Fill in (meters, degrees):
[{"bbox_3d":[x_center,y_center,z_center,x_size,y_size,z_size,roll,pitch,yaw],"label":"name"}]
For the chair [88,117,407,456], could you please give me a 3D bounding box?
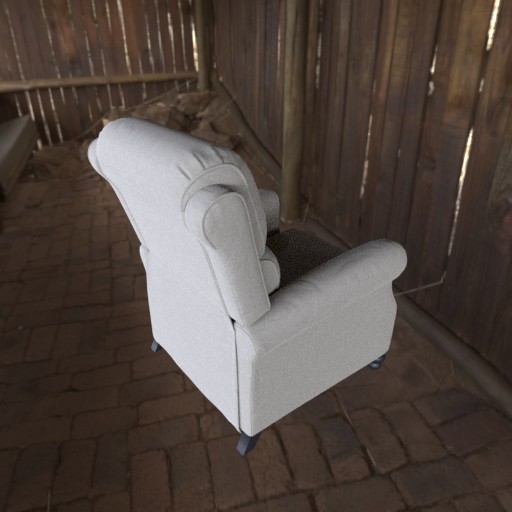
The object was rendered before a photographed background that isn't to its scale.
[{"bbox_3d":[0.000,0.000,1.720,0.919,1.046,0.859,-19,33,-32],"label":"chair"}]
